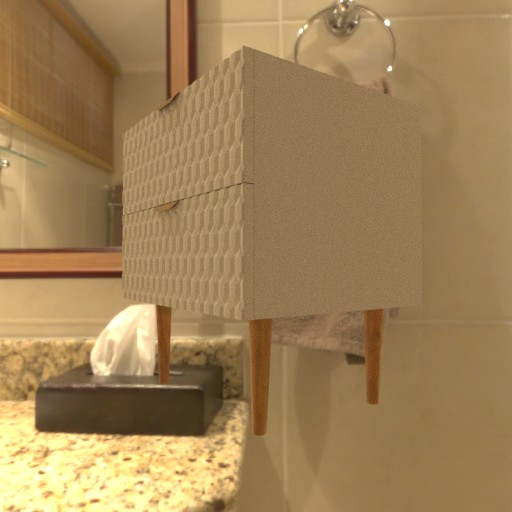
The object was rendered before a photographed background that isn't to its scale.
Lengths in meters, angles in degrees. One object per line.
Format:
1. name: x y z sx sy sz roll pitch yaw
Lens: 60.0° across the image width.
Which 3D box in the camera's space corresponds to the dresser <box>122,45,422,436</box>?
1. dresser: 0.000 0.000 0.924 0.414 0.568 0.503 1 -1 -35
